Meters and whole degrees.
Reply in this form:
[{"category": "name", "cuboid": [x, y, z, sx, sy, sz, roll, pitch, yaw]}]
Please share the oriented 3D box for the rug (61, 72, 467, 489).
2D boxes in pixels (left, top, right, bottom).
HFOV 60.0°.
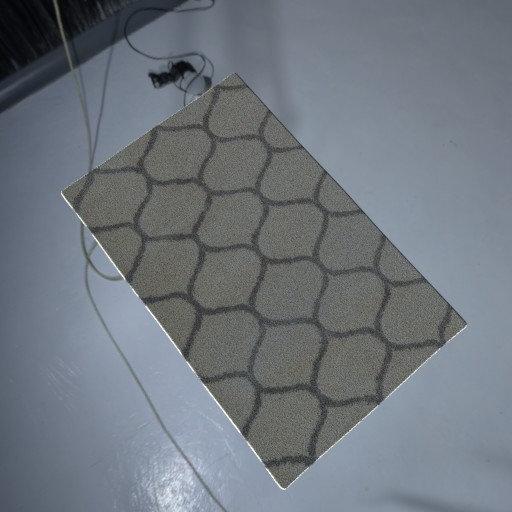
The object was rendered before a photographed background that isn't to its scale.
[{"category": "rug", "cuboid": [0.000, 0.000, 2.873, 1.501, 0.024, 2.348, -38, 78, -9]}]
